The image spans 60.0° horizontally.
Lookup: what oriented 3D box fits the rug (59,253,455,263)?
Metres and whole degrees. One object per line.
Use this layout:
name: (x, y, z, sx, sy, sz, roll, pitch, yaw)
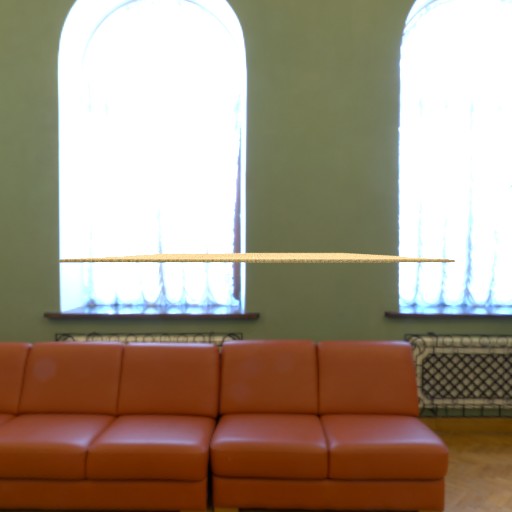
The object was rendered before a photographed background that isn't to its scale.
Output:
rug: (0.000, 0.000, 2.761, 1.509, 0.013, 2.144, 0, 1, 0)
